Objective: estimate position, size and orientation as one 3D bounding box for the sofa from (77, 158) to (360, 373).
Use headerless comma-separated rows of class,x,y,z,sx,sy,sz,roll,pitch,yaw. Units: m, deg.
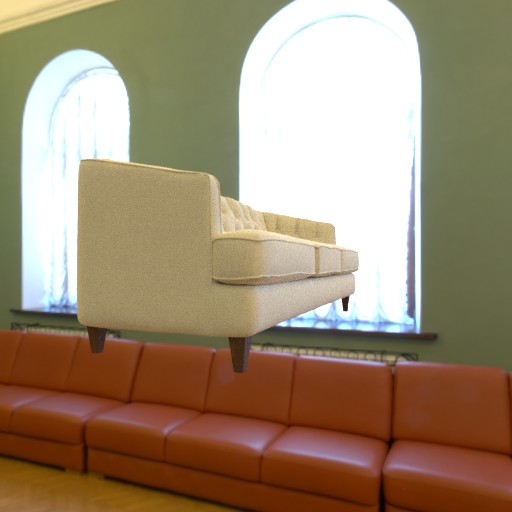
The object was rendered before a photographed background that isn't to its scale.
sofa,0.000,0.000,2.685,0.941,0.855,2.278,0,-1,21
